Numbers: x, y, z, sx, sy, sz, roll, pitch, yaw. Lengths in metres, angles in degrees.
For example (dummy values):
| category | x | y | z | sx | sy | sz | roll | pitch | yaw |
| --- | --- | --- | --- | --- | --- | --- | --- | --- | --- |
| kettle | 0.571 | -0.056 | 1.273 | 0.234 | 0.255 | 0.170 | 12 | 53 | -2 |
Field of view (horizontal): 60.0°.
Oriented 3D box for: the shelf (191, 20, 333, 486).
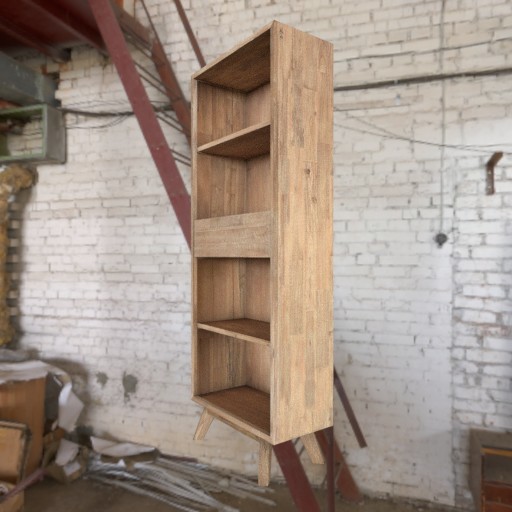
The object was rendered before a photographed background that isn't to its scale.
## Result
| category | x | y | z | sx | sy | sz | roll | pitch | yaw |
| --- | --- | --- | --- | --- | --- | --- | --- | --- | --- |
| shelf | 0.000 | 0.000 | 1.527 | 0.267 | 1.342 | 0.491 | 0 | 0 | -37 |
